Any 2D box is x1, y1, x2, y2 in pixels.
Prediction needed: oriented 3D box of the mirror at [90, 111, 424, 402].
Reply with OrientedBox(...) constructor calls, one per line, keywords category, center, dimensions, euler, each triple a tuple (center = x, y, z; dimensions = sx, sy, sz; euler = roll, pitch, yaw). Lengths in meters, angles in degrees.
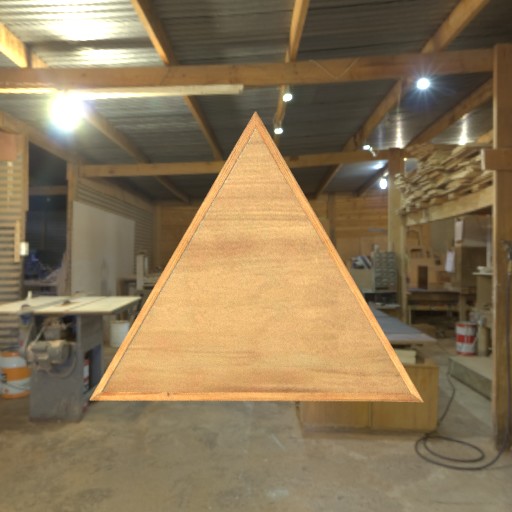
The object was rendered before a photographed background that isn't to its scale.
OrientedBox(category="mirror", center=(0.000, 0.000, 0.886), dimensions=(0.631, 0.548, 0.100), euler=(0, 0, 1))
